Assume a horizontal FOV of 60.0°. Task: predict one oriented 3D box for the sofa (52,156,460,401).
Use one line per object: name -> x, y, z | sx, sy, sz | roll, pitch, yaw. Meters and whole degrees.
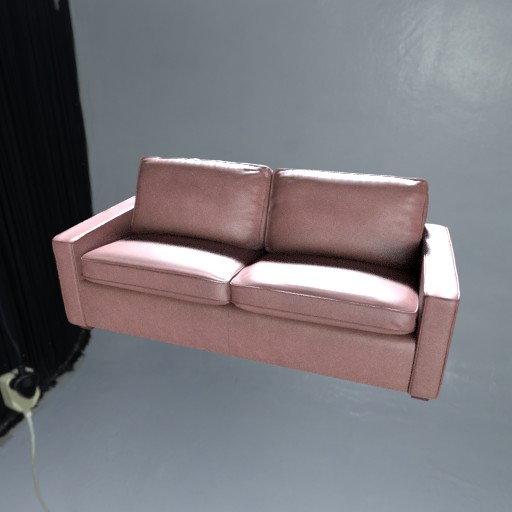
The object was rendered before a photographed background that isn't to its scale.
sofa -> 0.000, 0.000, 2.534 | 2.080, 0.919, 0.940 | 8, 26, 17
